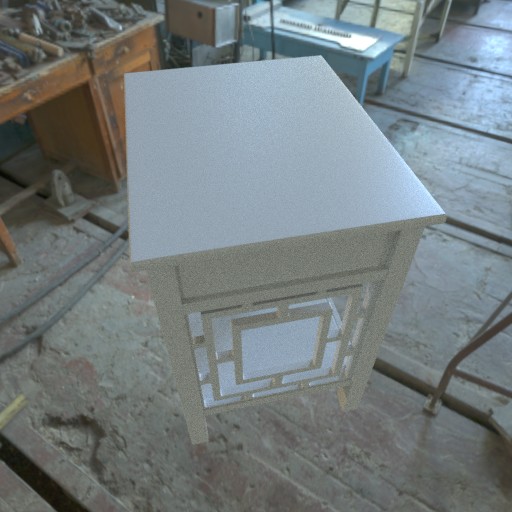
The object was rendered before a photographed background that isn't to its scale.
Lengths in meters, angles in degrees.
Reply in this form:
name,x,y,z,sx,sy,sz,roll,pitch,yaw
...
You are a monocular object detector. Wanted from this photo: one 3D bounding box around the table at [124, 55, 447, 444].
name,x,y,z,sx,sy,sz,roll,pitch,yaw
table,0.000,0.000,1.014,0.451,0.646,0.564,-9,47,-9
